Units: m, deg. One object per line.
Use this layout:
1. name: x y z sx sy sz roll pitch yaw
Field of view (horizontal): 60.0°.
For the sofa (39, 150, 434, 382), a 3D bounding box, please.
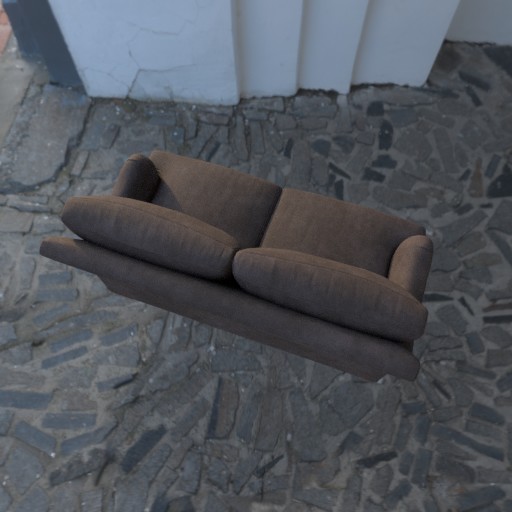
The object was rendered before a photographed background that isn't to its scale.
1. sofa: 0.000 0.000 2.548 1.853 1.101 1.084 17 64 9
